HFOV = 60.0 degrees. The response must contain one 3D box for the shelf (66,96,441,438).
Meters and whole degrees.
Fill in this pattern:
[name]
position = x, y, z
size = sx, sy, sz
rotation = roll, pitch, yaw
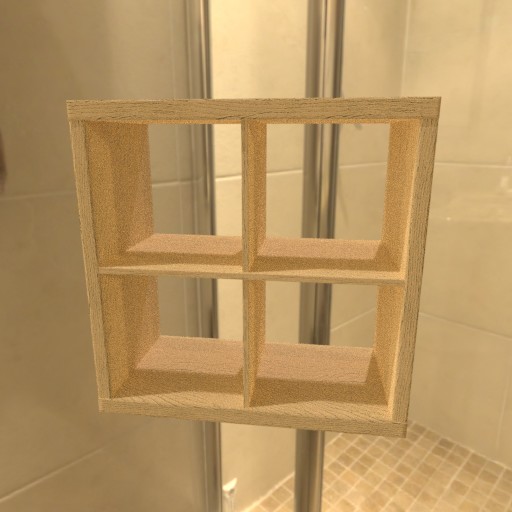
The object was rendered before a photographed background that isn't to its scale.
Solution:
[shelf]
position = 0.000, 0.000, 1.214
size = 0.790, 0.786, 0.390
rotation = 2, 15, 7
